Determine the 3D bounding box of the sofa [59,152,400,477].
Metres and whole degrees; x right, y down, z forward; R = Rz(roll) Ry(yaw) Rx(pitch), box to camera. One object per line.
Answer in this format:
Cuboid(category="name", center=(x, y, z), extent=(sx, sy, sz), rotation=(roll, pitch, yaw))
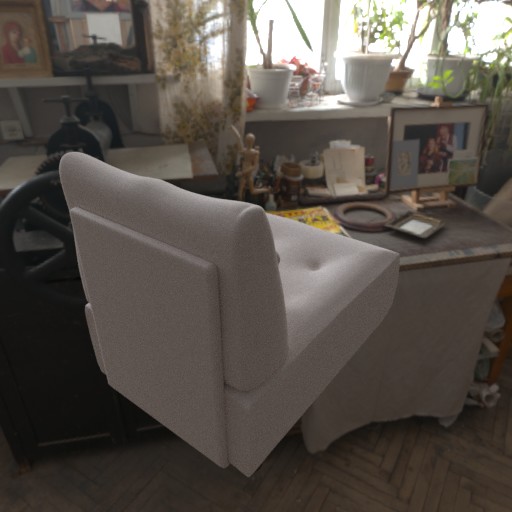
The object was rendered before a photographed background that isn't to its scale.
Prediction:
Cuboid(category="sofa", center=(0.000, 0.000, 1.552), extent=(0.700, 0.820, 1.000), rotation=(21, 35, 32))
